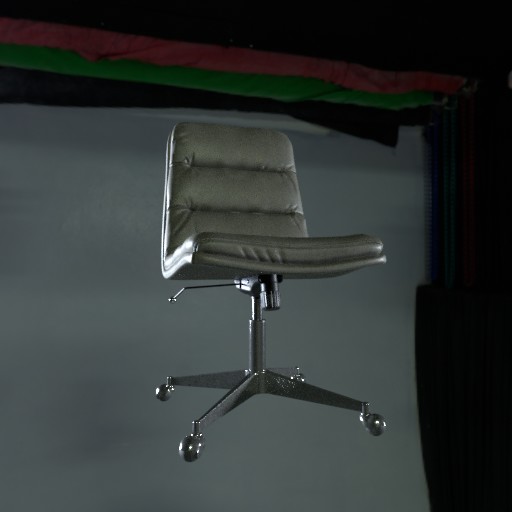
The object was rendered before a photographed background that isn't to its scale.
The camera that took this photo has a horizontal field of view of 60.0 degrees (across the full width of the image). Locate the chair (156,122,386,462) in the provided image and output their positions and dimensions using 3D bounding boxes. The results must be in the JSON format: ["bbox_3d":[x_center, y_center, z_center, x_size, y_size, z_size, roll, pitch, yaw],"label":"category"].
[{"bbox_3d":[0.000,0.000,1.040,0.422,0.738,0.485,1,-2,-19],"label":"chair"}]
